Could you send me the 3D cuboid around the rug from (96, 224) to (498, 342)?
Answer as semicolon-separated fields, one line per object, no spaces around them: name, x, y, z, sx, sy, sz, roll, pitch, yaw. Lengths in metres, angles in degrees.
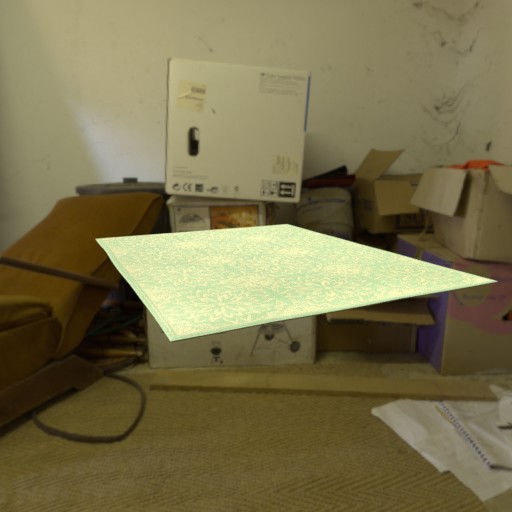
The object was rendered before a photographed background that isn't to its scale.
rug;0.000;0.000;3.934;2.363;0.012;2.980;-6;14;-25
